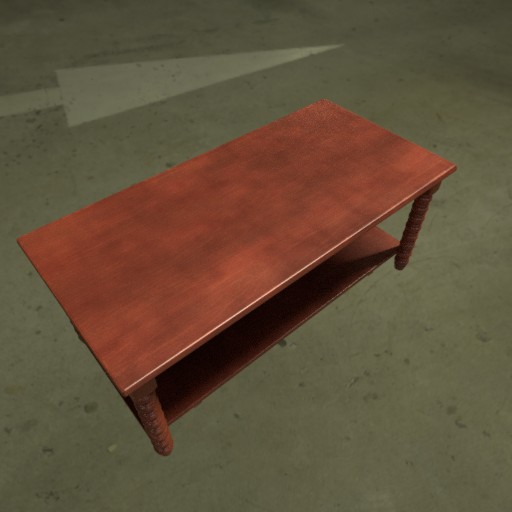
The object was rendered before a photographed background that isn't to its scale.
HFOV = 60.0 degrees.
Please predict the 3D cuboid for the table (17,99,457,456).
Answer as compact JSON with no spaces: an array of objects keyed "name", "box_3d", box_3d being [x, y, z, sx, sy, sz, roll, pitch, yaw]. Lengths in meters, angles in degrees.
[{"name":"table","box_3d":[0.000,0.000,1.444,1.171,0.485,0.580,-32,54,-26]}]
